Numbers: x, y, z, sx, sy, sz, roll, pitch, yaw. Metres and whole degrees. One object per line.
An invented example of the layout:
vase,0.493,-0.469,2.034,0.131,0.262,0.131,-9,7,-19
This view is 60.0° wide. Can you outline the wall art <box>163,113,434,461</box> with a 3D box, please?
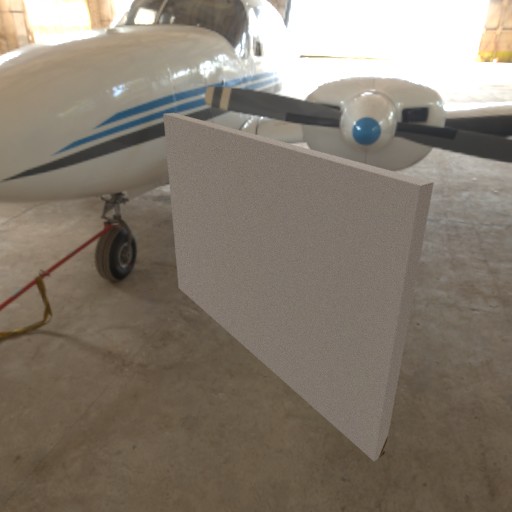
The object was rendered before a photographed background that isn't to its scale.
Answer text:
wall art,0.000,0.000,1.139,0.038,0.601,0.898,-18,31,-32
